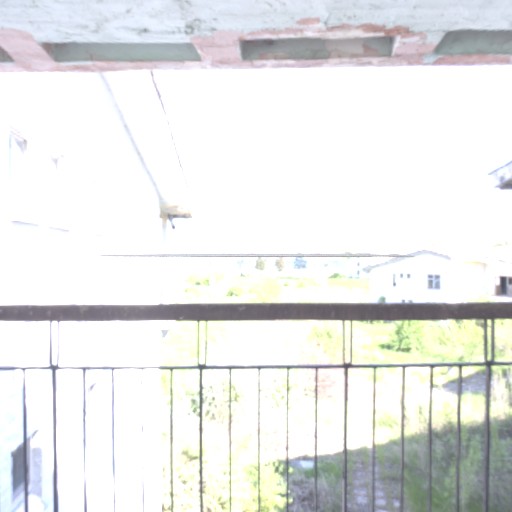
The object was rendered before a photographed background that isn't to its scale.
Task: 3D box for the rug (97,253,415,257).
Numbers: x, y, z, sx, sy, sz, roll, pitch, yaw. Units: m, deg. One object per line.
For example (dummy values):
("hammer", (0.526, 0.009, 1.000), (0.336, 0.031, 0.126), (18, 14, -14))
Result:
("rug", (0.000, 0.000, 2.361), (1.593, 0.012, 1.593), (0, 0, 0))
